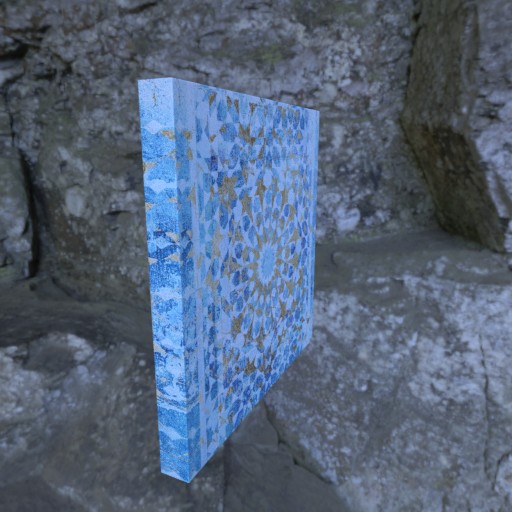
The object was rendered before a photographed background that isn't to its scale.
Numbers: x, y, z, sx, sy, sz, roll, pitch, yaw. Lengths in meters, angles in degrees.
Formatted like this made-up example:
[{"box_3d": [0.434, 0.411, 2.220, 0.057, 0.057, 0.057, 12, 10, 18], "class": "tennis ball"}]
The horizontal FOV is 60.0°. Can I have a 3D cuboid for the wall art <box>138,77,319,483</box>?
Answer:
[{"box_3d": [0.000, 0.000, 0.608, 0.037, 0.405, 0.405, 7, 15, 25], "class": "wall art"}]
